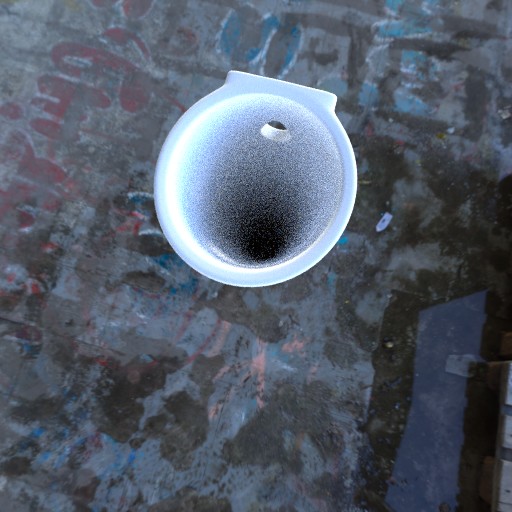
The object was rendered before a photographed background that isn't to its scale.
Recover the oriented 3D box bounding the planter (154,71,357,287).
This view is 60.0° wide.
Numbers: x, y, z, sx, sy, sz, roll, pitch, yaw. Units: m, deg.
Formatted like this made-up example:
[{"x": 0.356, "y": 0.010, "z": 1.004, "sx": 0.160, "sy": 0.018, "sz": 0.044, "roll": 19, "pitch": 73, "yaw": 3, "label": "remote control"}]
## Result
[{"x": 0.000, "y": 0.000, "z": 0.219, "sx": 0.057, "sy": 0.193, "sz": 0.064, "roll": 14, "pitch": 77, "yaw": 3, "label": "planter"}]
